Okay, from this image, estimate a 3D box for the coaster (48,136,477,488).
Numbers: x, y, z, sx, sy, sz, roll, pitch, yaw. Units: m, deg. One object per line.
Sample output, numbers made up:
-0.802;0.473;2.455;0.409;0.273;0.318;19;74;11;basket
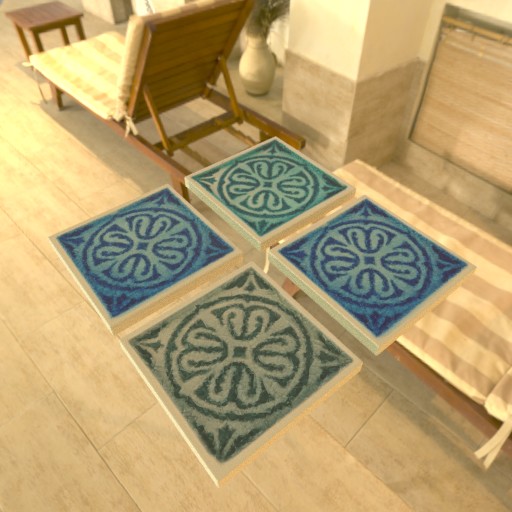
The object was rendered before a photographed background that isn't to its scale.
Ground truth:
0.000;0.000;0.317;0.219;0.010;0.214;-30;54;-26;coaster
